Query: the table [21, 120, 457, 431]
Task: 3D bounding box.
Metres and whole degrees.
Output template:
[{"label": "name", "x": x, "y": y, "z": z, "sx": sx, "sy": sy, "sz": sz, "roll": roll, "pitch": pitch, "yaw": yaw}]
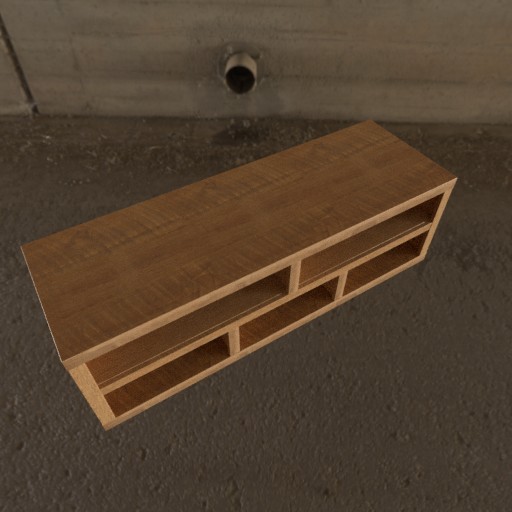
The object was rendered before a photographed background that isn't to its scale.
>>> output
[{"label": "table", "x": 0.000, "y": 0.000, "z": 1.749, "sx": 1.499, "sy": 0.491, "sz": 0.499, "roll": -24, "pitch": 52, "yaw": -21}]
